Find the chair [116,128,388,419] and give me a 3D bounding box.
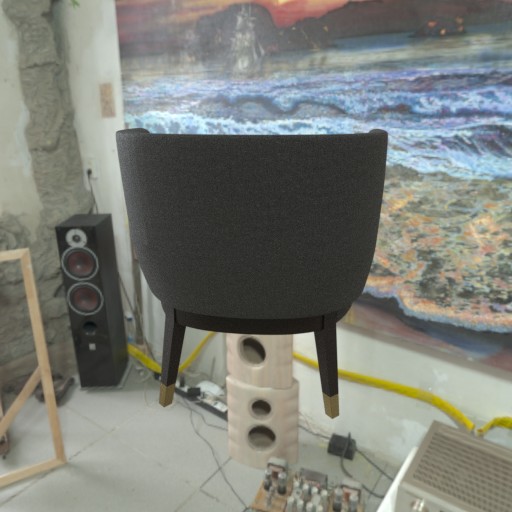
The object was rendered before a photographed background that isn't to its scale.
[{"bbox_3d":[0.000,0.000,1.250,0.639,0.695,0.698,2,18,6],"label":"chair"}]
